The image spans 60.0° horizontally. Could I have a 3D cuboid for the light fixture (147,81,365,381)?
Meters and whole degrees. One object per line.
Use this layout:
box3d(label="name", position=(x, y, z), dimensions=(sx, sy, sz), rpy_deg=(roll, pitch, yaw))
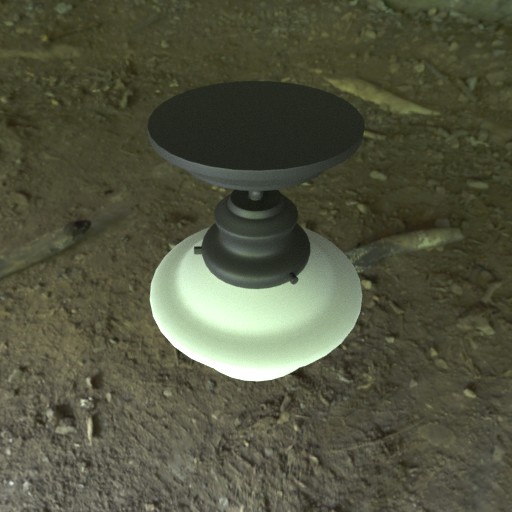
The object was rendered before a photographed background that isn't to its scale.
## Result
box3d(label="light fixture", position=(0.000, 0.000, 0.393), dimensions=(0.197, 0.254, 0.197), rpy_deg=(0, 40, 0))
